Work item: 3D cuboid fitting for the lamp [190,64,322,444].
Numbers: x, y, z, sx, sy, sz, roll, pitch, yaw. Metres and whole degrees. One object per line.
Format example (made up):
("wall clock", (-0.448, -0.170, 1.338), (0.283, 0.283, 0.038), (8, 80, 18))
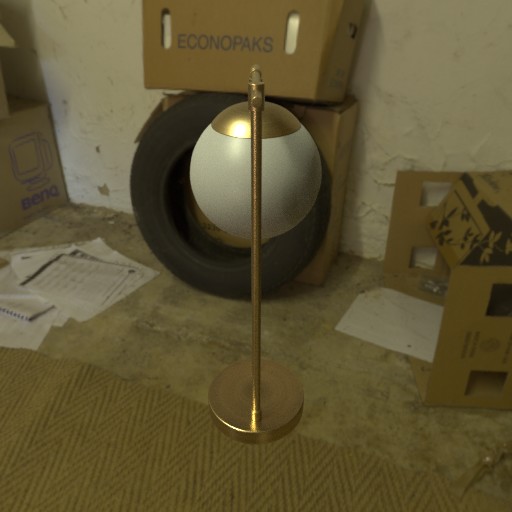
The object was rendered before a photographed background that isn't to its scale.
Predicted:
("lamp", (0.000, 0.000, 0.711), (0.207, 0.559, 0.324), (0, 30, 0))
